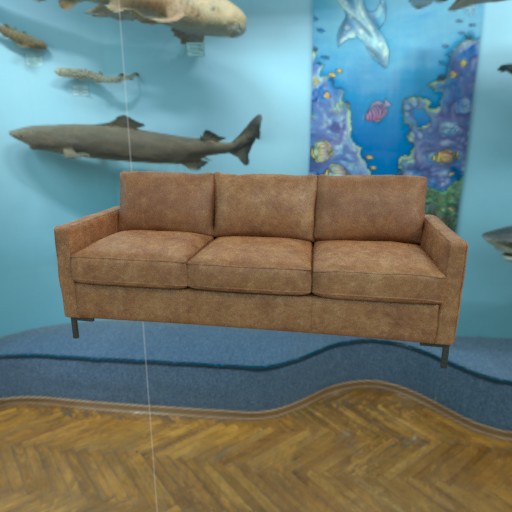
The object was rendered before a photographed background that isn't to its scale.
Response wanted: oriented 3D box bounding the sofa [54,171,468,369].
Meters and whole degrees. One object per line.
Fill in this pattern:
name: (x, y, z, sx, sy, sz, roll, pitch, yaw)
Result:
sofa: (0.000, 0.000, 2.449, 2.029, 0.863, 0.748, 3, 16, 9)
